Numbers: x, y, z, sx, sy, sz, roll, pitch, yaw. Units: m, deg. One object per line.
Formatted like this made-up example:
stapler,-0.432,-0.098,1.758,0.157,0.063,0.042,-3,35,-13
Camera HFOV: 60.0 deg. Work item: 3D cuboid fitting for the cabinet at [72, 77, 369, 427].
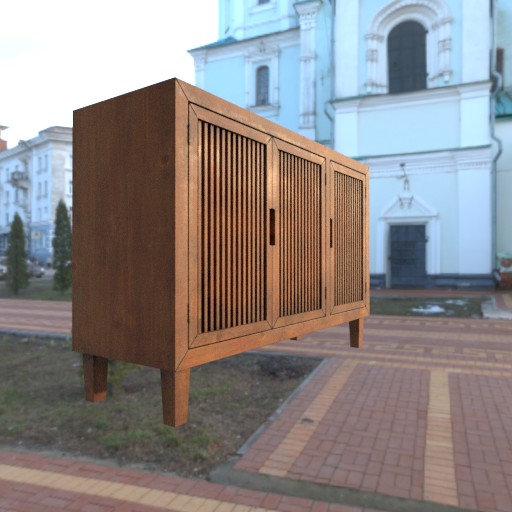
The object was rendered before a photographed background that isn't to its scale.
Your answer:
cabinet,0.000,0.000,1.607,0.403,0.805,1.204,0,0,35
